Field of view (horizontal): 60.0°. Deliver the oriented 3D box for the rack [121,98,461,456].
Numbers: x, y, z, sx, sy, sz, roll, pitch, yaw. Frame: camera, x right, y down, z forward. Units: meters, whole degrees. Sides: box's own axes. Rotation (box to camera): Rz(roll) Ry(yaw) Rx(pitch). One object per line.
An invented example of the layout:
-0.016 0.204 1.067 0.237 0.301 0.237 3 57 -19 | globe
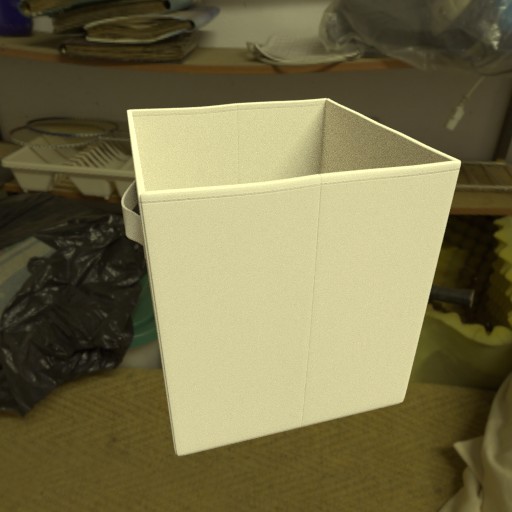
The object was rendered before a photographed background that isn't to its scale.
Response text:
0.000 0.000 0.500 0.270 0.280 0.270 -8 31 -13 | rack
